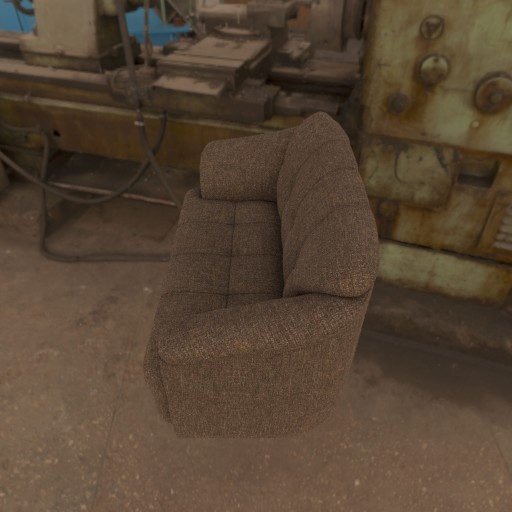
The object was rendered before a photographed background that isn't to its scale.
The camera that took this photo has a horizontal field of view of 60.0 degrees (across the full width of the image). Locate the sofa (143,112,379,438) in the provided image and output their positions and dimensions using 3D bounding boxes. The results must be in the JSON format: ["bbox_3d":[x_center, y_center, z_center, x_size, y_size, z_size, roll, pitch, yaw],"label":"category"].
[{"bbox_3d":[0.000,0.000,1.975,0.799,0.895,1.404,1,40,1],"label":"sofa"}]
